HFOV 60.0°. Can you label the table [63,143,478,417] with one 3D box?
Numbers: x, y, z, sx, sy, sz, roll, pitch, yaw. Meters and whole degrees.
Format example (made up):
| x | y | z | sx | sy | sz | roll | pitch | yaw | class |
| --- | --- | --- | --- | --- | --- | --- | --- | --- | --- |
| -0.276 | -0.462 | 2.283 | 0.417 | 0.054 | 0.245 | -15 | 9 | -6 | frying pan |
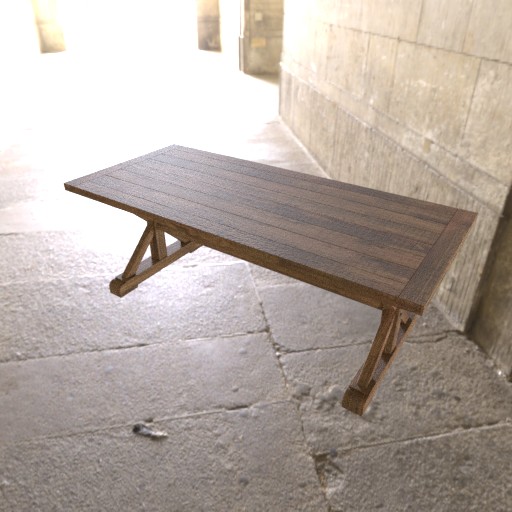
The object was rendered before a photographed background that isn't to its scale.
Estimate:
| x | y | z | sx | sy | sz | roll | pitch | yaw | class |
| --- | --- | --- | --- | --- | --- | --- | --- | --- | --- |
| 0.000 | 0.000 | 2.539 | 2.031 | 0.733 | 0.907 | 19 | 36 | 29 | table |
